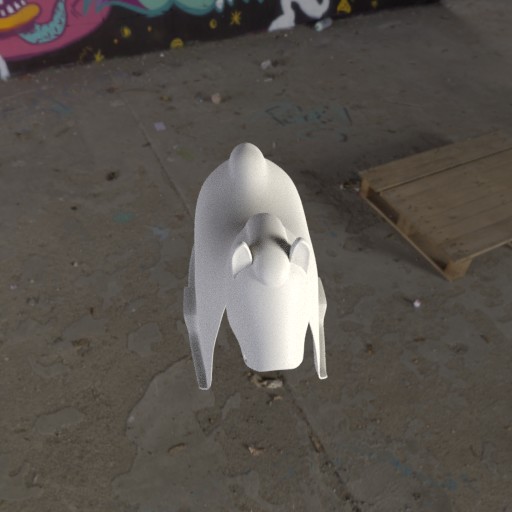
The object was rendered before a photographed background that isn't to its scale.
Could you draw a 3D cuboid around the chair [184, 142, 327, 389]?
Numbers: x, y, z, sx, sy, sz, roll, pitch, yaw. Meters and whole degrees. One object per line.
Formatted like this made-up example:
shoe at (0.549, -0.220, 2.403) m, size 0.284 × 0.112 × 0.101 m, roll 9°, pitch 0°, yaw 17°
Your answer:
chair at (0.000, 0.000, 1.159) m, size 0.429 × 0.612 × 0.800 m, roll -4°, pitch 46°, yaw -4°
